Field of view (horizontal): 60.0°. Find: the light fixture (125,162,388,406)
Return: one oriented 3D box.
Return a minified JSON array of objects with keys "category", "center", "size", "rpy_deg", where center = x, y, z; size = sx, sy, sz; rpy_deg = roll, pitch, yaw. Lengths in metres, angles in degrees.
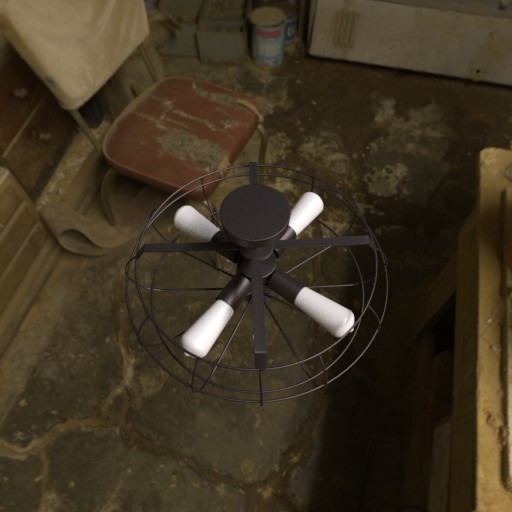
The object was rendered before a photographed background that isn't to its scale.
[{"category":"light fixture","center":[0.000,0.000,0.944],"size":[0.582,0.311,0.582],"rpy_deg":[0,58,0]}]
